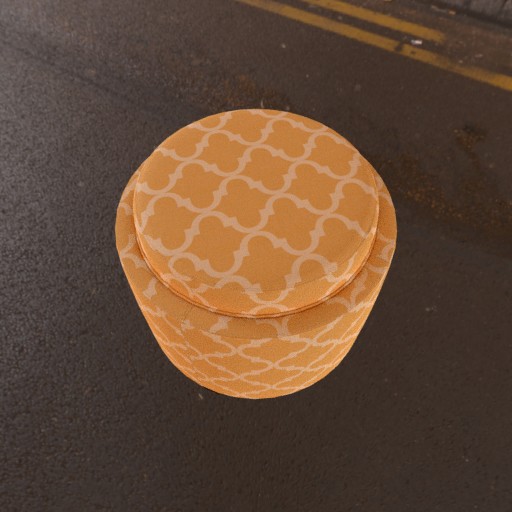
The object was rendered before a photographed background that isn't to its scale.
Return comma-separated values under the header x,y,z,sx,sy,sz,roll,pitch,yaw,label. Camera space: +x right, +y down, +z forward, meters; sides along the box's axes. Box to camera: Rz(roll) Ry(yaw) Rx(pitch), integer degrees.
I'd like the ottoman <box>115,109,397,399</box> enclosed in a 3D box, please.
x,y,z,sx,sy,sz,roll,pitch,yaw,label
0.000,0.000,0.870,0.480,0.429,0.480,0,57,0,ottoman
